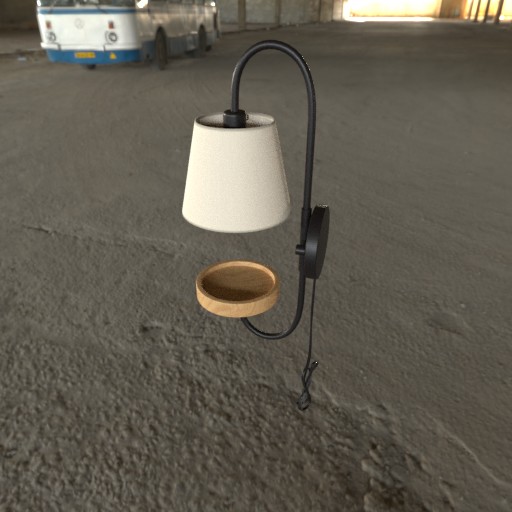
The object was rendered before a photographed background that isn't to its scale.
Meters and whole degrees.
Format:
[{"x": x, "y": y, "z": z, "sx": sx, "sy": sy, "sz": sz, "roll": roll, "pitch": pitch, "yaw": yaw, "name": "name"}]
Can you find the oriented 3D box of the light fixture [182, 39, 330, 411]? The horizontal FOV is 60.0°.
[{"x": 0.000, "y": 0.000, "z": 0.933, "sx": 0.299, "sy": 0.821, "sz": 0.220, "roll": 9, "pitch": 30, "yaw": 15, "name": "light fixture"}]
